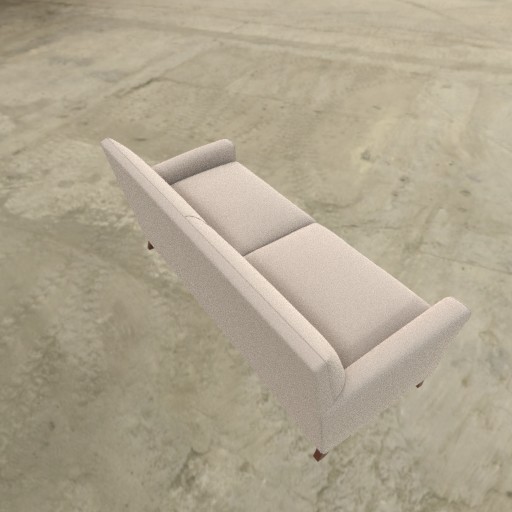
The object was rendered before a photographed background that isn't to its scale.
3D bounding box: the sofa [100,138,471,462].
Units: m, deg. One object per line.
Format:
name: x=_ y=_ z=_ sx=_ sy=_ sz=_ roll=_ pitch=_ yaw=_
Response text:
sofa: x=0.000 y=0.000 z=2.407 sx=0.875 sy=0.846 sz=2.000 roll=-24 pitch=46 yaw=-26
